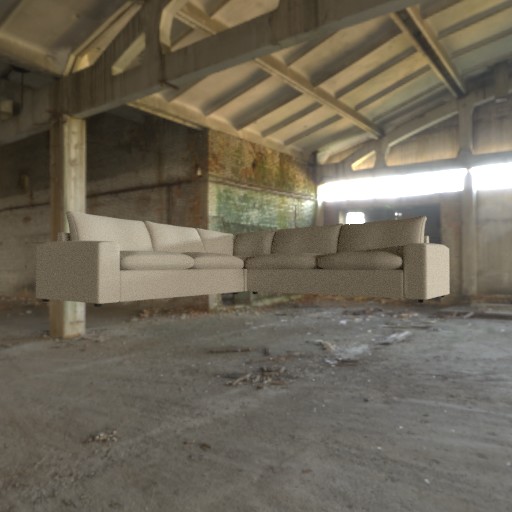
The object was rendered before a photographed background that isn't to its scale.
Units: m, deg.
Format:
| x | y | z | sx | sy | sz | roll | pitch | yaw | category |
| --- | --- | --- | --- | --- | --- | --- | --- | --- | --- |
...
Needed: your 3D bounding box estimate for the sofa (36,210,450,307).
| x | y | z | sx | sy | sz | roll | pitch | yaw | category |
| --- | --- | --- | --- | --- | --- | --- | --- | --- | --- |
| 0.000 | 0.000 | 4.726 | 3.206 | 0.918 | 3.066 | -1 | -1 | 36 | sofa |
